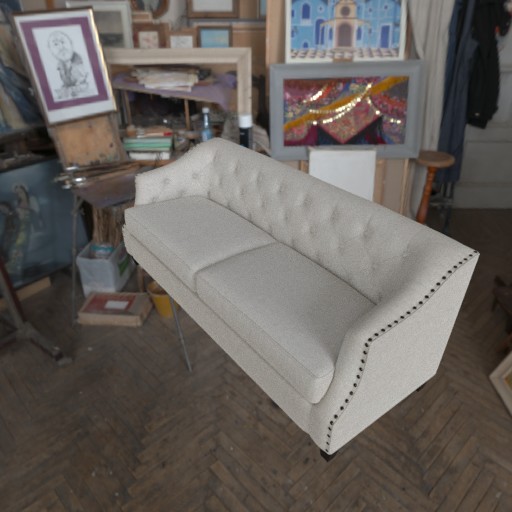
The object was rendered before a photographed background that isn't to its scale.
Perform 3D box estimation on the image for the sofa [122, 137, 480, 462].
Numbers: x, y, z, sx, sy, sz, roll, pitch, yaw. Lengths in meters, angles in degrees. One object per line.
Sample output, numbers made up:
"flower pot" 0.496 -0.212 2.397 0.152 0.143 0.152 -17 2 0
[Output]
"sofa" 0.000 0.000 2.768 0.914 0.901 2.235 -22 38 -31
